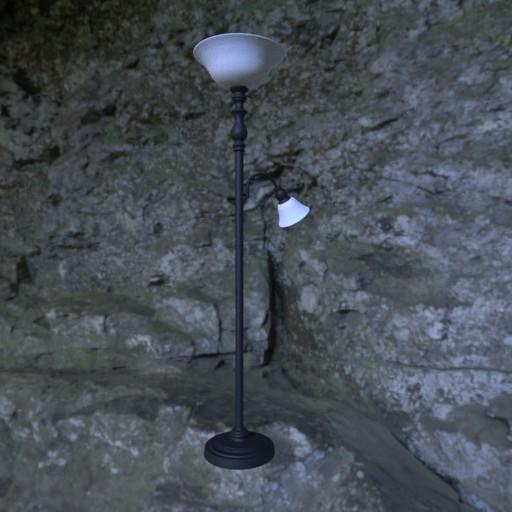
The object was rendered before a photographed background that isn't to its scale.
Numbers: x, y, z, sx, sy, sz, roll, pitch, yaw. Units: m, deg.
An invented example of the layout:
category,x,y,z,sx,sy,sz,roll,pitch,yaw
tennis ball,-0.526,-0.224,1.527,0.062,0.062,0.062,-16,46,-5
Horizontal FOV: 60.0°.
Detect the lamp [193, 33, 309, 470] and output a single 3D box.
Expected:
category,x,y,z,sx,sy,sz,roll,pitch,yaw
lamp,0.000,0.000,2.044,0.588,1.793,0.405,-1,1,-35
